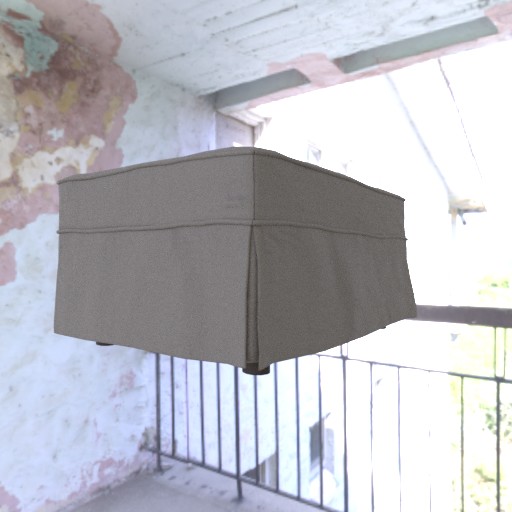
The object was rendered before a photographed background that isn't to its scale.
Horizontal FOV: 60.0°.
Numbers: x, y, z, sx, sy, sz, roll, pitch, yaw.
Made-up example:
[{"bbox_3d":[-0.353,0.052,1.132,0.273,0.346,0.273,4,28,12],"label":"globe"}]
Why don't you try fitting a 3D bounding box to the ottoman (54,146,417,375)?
[{"bbox_3d":[0.000,0.000,1.330,0.703,0.479,0.944,0,0,36],"label":"ottoman"}]
